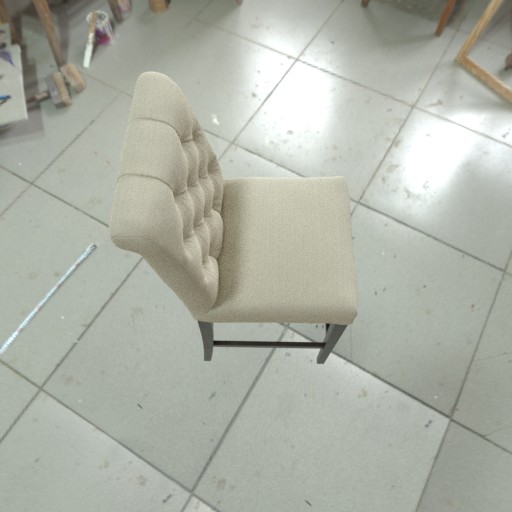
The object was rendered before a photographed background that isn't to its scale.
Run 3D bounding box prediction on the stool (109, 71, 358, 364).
[{"bbox_3d":[0.000,0.000,1.472,0.610,1.118,0.482,1,64,0],"label":"stool"}]
